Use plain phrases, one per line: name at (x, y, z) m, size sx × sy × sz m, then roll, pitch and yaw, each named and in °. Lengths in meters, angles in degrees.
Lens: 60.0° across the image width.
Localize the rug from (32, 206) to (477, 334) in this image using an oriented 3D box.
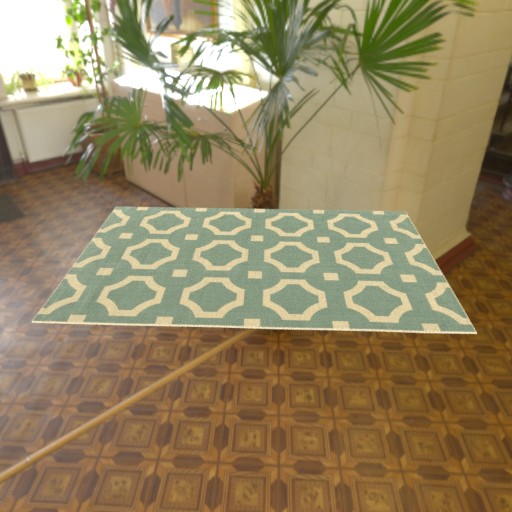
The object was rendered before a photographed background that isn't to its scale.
rug at (0.000, 0.000, 3.076) m, size 2.443 × 0.015 × 1.528 m, roll 1°, pitch 31°, yaw 2°
